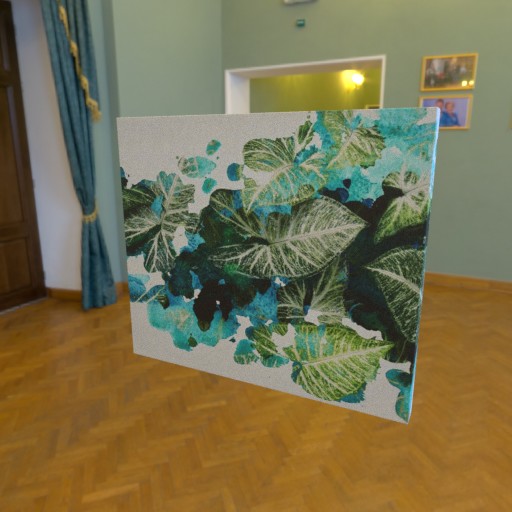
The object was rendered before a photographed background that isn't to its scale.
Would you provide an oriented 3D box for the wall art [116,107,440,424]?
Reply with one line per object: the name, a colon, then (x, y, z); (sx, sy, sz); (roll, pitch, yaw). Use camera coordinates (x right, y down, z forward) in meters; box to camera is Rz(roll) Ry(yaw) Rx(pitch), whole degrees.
wall art: (0.000, 0.000, 0.712); (0.507, 0.435, 0.041); (7, 16, 25)
